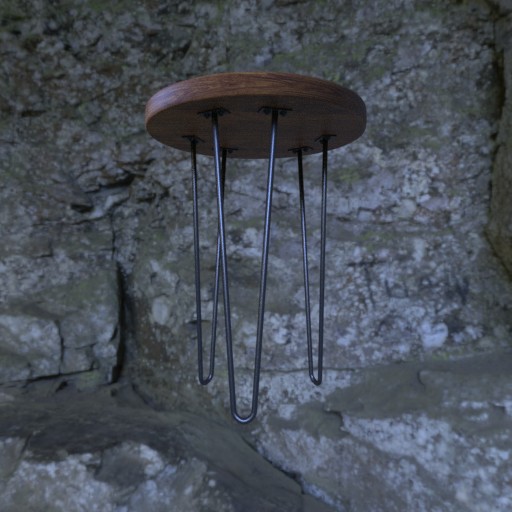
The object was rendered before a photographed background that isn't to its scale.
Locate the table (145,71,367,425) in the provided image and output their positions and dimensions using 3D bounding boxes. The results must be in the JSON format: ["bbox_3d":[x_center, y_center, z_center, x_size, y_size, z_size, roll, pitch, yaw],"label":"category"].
[{"bbox_3d":[0.000,0.000,0.823,0.400,0.520,0.400,0,-1,0],"label":"table"}]
